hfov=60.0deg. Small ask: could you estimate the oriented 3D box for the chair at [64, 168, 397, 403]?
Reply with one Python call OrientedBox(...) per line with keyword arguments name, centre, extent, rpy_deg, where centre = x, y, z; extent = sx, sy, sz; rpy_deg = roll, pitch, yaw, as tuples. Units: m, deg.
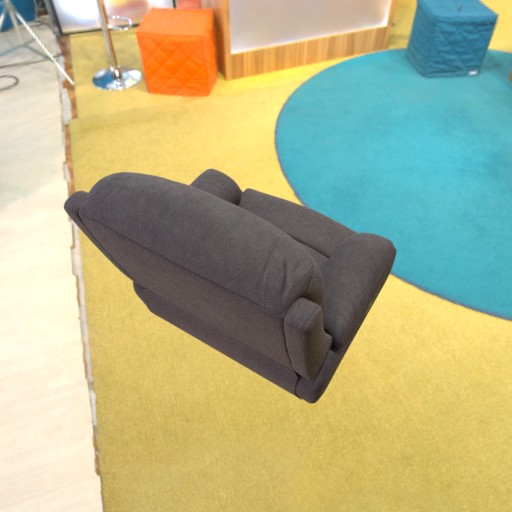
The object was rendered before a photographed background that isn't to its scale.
OrientedBox(name="chair", centre=(0.000, 0.000, 1.760), extent=(0.930, 1.011, 0.899), rpy_deg=(25, 52, 21))
